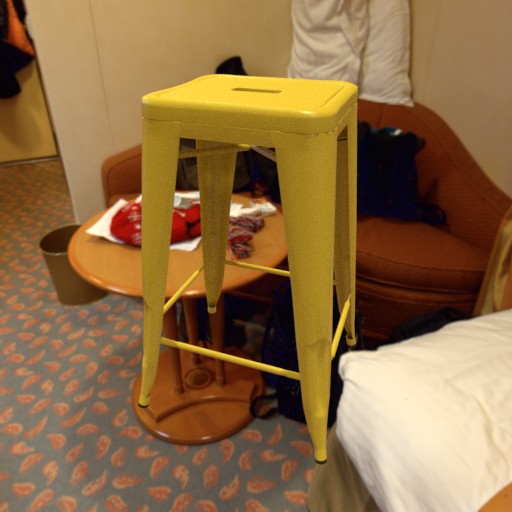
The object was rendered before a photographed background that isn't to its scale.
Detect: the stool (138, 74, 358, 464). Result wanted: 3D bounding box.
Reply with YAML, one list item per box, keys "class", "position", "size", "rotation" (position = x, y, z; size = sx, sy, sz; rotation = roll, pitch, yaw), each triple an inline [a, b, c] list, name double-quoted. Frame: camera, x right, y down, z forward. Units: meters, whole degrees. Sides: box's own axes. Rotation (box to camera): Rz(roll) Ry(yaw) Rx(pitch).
- class: "stool"
  position: [0.000, 0.000, 0.850]
  size: [0.399, 0.609, 0.359]
  rotation: [10, 32, 17]
